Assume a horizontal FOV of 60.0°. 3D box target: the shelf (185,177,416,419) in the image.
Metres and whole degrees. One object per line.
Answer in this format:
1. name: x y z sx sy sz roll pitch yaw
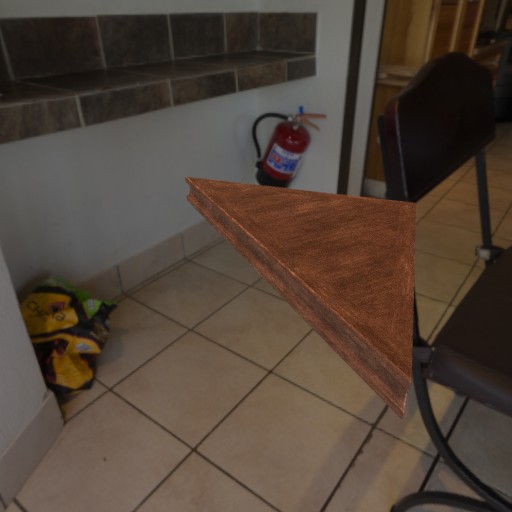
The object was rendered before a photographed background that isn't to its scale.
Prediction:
1. shelf: 0.000 0.000 0.441 0.296 0.035 0.296 9 31 16
